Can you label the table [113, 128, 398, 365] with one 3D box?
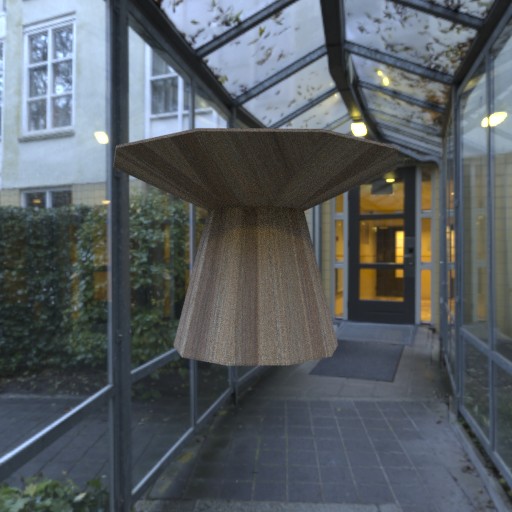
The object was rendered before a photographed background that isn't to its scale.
[{"bbox_3d":[0.000,0.000,1.859,1.186,0.752,1.186,0,0,0],"label":"table"}]
